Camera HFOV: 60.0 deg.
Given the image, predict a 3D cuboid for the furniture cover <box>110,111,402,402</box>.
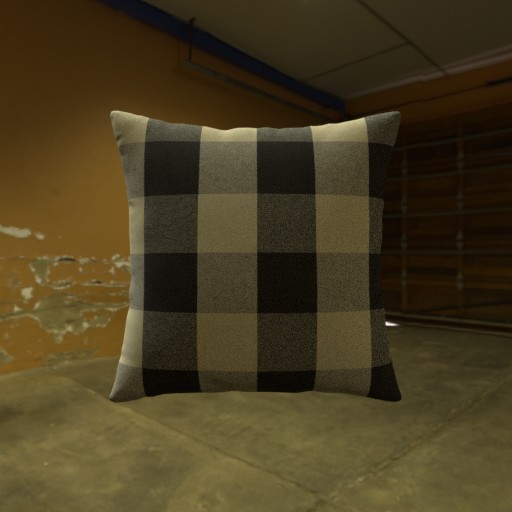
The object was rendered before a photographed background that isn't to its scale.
[{"bbox_3d":[0.000,0.000,0.777,0.511,0.509,0.161,0,-1,0],"label":"furniture cover"}]
